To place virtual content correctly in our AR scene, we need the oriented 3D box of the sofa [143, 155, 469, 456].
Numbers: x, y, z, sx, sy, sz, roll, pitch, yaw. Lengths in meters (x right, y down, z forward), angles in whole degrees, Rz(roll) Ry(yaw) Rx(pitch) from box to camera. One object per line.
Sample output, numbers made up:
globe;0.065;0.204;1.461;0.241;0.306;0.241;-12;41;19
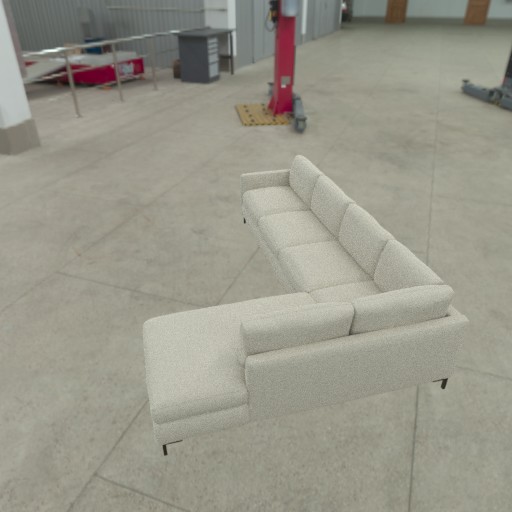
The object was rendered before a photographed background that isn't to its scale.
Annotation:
sofa;0.000;0.000;3.841;2.007;0.815;2.949;-8;32;-13
